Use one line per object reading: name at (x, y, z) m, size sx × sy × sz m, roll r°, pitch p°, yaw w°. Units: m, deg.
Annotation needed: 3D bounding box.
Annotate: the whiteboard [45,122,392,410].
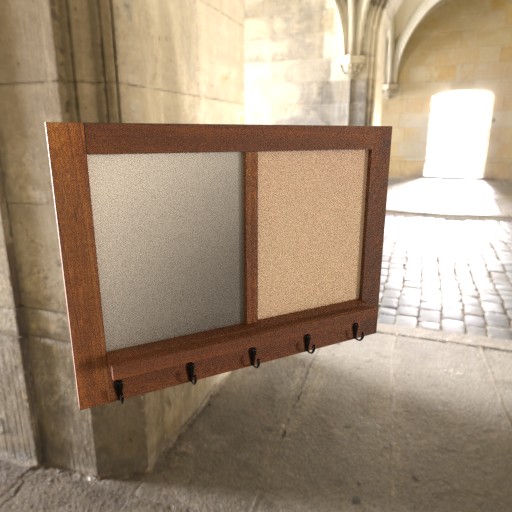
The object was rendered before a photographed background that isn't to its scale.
whiteboard at (0.000, 0.000, 0.981) m, size 0.783 × 0.559 × 0.083 m, roll -8°, pitch 17°, yaw -27°
